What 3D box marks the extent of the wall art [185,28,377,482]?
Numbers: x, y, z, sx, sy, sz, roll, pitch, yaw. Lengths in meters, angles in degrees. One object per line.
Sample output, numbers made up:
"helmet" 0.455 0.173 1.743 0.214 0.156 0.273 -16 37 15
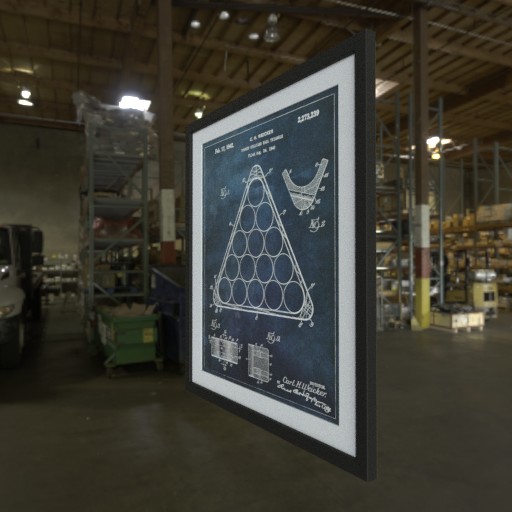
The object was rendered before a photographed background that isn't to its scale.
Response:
"wall art" 0.000 0.000 1.155 0.028 0.863 0.755 1 -1 -36
